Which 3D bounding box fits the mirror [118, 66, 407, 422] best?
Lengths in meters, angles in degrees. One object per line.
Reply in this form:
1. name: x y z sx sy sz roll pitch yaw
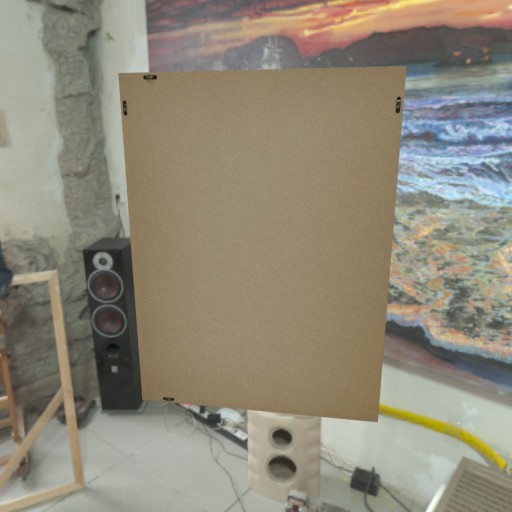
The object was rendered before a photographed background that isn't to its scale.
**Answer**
1. mirror: 0.000 0.000 1.303 0.762 1.016 0.040 2 15 9
